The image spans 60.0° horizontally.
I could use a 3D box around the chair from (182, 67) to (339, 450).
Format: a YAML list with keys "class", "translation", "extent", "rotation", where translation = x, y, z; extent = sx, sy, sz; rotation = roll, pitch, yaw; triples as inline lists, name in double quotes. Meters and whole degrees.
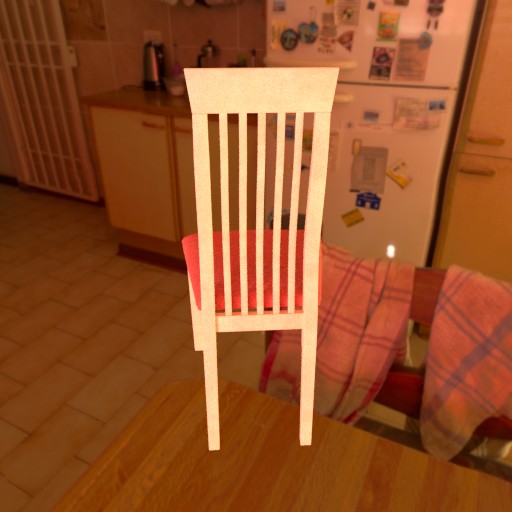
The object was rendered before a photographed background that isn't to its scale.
- class: "chair"
  translation: [0.000, 0.000, 1.248]
  extent: [0.460, 1.027, 0.474]
  rotation: [-2, 29, -3]
